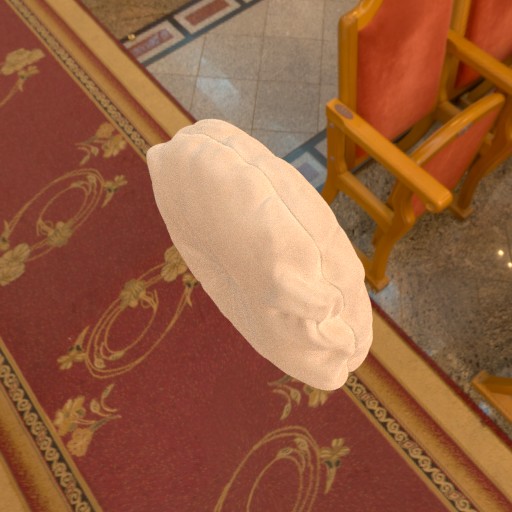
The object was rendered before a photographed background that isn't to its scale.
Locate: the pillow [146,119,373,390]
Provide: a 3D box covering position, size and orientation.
[{"bbox_3d":[0.000,0.000,0.653,0.148,0.407,0.428,-36,69,-16],"label":"pillow"}]
